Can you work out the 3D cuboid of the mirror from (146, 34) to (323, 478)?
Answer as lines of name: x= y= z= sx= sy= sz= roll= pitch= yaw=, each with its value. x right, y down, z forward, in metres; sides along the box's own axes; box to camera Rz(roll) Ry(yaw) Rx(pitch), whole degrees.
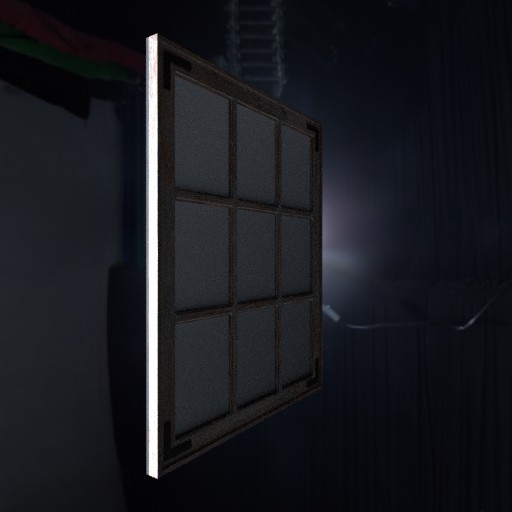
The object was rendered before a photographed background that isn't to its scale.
mirror: x=0.000 y=0.000 z=1.187 sx=0.032 sy=0.882 sz=0.730 roll=0 pitch=0 yaw=35
